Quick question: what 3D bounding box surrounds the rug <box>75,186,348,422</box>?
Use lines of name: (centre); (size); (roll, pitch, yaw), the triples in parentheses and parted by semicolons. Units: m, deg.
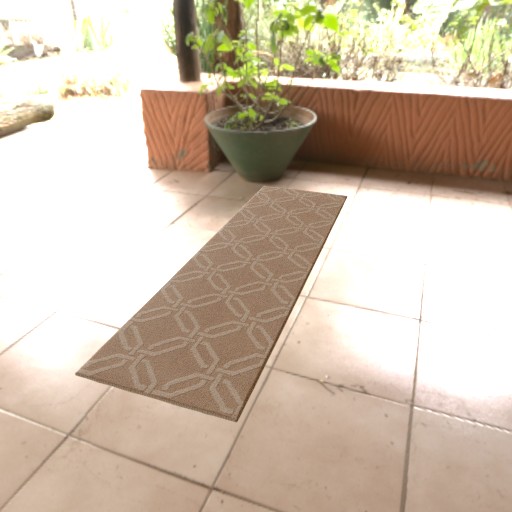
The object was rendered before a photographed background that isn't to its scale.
rug: (0.000, 0.000, 2.552); (0.678, 0.014, 2.276); (10, 30, 17)
